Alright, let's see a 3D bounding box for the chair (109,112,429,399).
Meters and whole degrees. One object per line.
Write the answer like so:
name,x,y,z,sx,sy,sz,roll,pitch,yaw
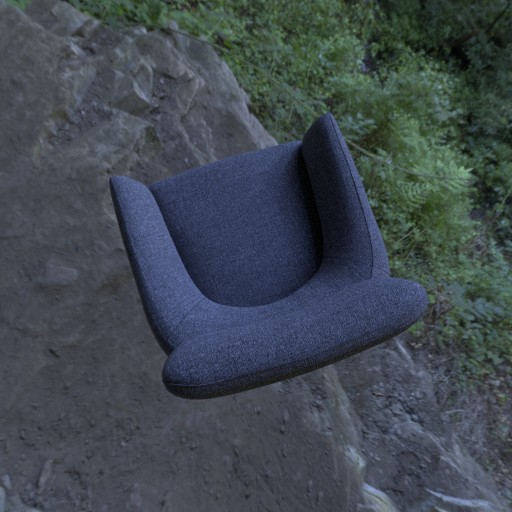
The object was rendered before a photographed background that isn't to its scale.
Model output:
chair,0.000,0.000,1.344,0.706,0.812,0.715,-18,76,-4
